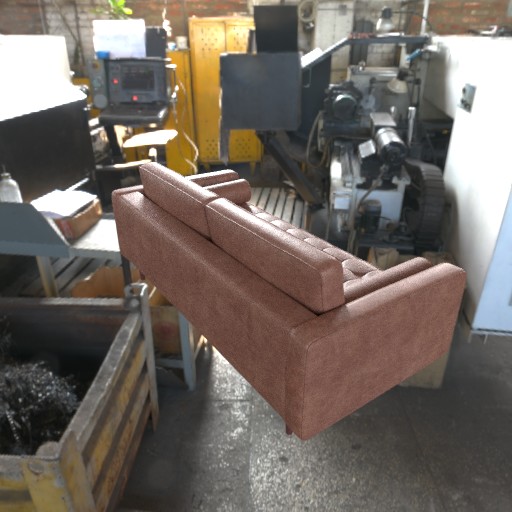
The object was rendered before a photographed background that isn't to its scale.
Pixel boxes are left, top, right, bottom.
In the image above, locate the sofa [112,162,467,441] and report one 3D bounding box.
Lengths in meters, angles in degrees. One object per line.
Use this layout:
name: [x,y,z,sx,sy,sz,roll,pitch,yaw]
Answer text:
sofa: [0.000,0.000,2.372,0.910,0.760,1.870,-18,32,-31]
